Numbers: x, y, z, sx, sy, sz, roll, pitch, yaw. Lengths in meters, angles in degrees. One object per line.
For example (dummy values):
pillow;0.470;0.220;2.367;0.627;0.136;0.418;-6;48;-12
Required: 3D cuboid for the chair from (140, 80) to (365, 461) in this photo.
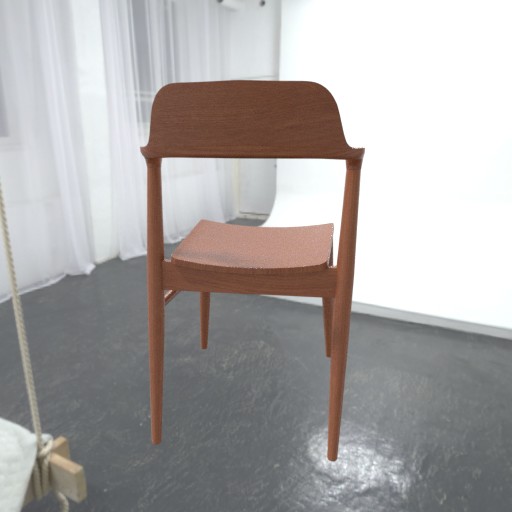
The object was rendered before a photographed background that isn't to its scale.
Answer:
chair;0.000;0.000;1.147;0.496;0.801;0.499;2;16;7
